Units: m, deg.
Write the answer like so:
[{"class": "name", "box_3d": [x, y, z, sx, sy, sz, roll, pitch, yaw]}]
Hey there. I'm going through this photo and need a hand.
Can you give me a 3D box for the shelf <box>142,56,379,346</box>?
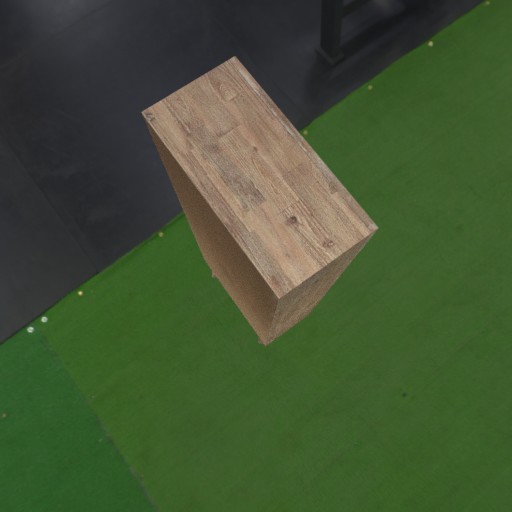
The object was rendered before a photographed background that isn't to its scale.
[{"class": "shelf", "box_3d": [0.000, 0.000, 1.547, 0.267, 1.342, 0.491, -35, 77, -9]}]
